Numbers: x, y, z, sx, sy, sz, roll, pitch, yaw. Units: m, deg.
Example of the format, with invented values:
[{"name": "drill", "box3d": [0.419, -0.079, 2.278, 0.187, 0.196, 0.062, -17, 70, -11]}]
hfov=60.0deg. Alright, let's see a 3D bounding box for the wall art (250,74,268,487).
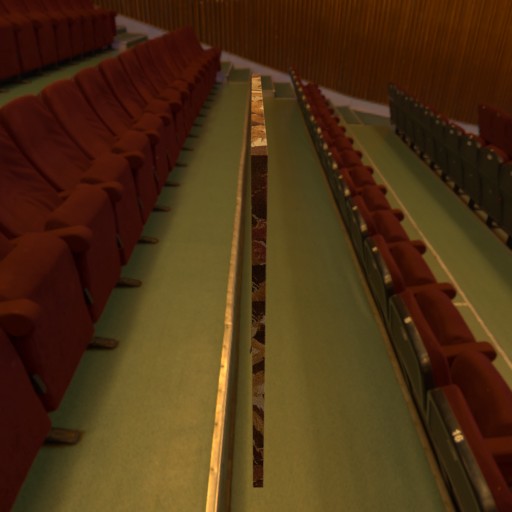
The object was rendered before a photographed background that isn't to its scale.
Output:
[{"name": "wall art", "box3d": [0.000, 0.000, 1.129, 0.028, 0.762, 0.757, 0, 30, 0]}]
